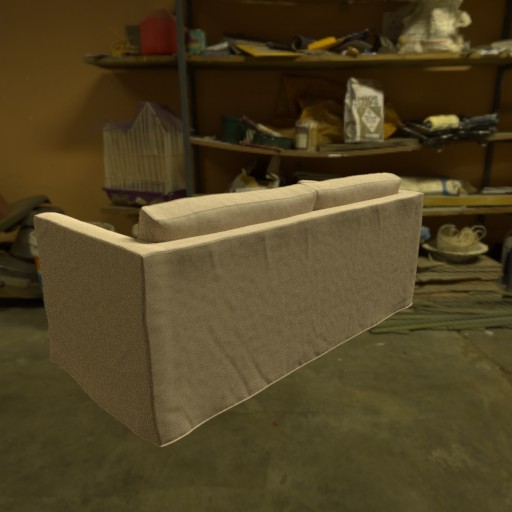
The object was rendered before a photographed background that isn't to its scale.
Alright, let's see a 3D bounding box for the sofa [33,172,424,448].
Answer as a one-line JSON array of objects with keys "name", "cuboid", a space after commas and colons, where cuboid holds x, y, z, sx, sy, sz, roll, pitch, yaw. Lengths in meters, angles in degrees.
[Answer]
[{"name": "sofa", "cuboid": [0.000, 0.000, 2.393, 1.959, 0.835, 0.962, -15, 22, -43]}]
